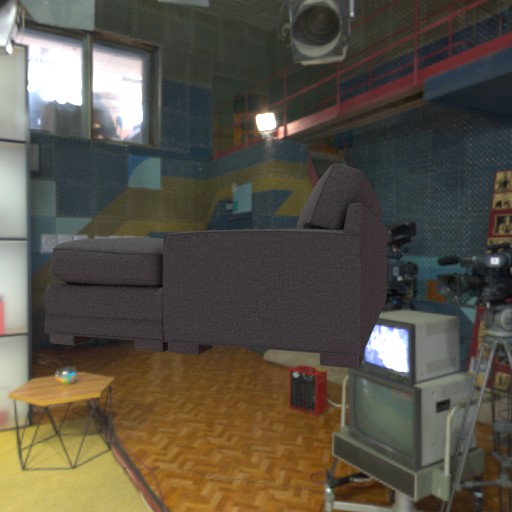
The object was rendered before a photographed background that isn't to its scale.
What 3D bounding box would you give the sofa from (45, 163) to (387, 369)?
[{"bbox_3d":[0.000,0.000,3.326,1.790,0.973,2.370,0,1,19],"label":"sofa"}]
